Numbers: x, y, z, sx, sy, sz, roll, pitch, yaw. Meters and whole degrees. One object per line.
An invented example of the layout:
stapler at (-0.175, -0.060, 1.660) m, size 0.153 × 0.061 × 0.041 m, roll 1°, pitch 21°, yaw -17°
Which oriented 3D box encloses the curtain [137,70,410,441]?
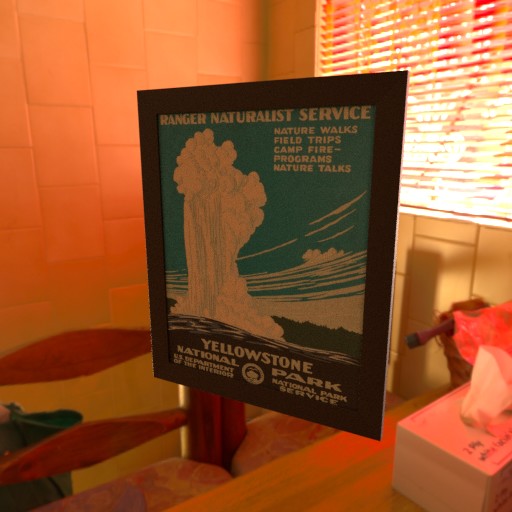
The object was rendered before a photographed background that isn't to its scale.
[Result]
curtain at (0.000, 0.000, 0.796) m, size 0.483 × 0.585 × 0.027 m, roll 7°, pitch 15°, yaw 26°
